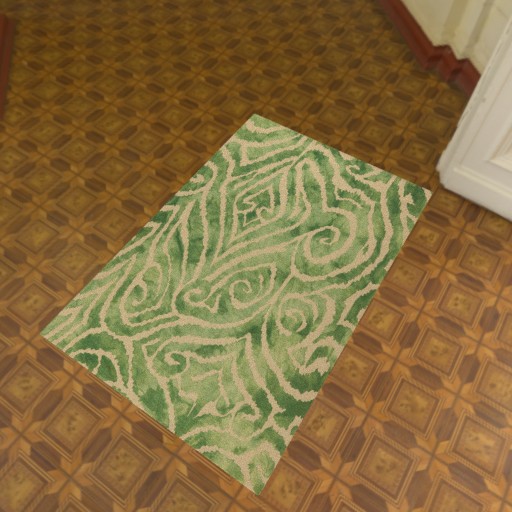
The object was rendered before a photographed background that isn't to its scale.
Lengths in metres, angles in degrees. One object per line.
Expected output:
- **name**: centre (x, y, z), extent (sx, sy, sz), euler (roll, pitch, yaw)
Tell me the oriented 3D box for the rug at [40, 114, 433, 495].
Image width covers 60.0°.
- **rug**: centre (0.000, 0.000, 2.301), extent (1.220, 0.006, 1.826), euler (29, 62, 17)
